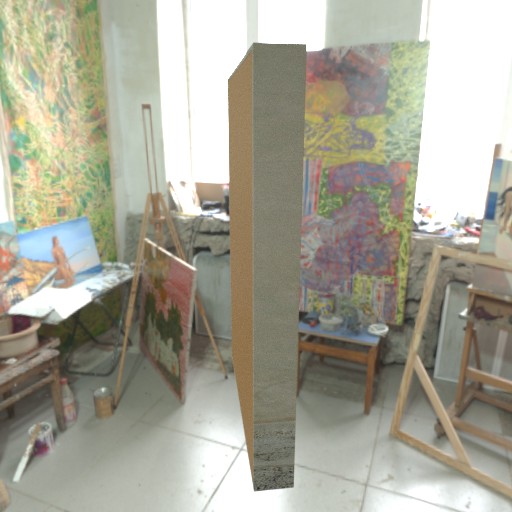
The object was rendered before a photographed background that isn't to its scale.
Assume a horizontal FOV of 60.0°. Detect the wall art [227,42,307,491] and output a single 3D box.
[{"bbox_3d":[0.000,0.000,0.481,0.038,0.381,0.254,-2,17,-7],"label":"wall art"}]
